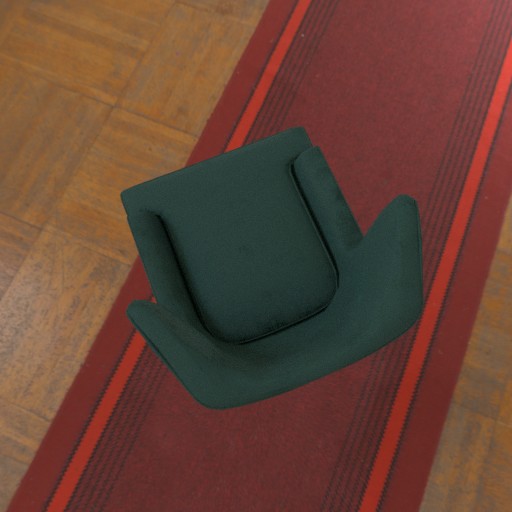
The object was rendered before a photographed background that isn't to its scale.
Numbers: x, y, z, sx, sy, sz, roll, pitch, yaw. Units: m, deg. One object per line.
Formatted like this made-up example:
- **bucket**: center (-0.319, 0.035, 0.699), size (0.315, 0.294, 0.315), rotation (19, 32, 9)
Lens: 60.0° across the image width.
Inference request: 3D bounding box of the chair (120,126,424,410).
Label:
- **chair**: center (0.000, 0.000, 1.593), size (0.793, 0.952, 0.910), rotation (-22, 76, -6)
